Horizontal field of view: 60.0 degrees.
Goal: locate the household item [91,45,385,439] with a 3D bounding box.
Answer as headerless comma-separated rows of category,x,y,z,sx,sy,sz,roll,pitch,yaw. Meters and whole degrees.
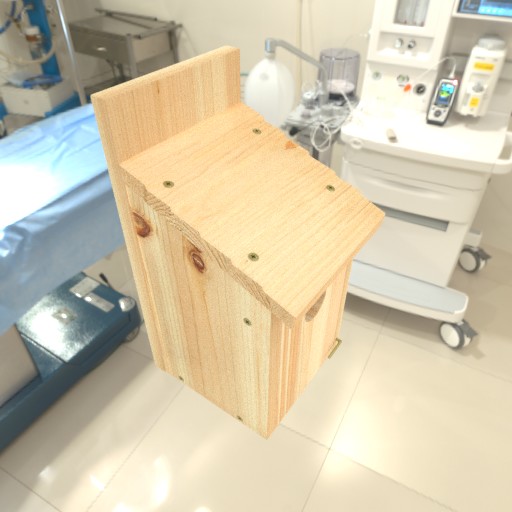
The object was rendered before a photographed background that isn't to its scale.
household item,0.000,0.000,0.402,0.171,0.300,0.149,25,46,27
